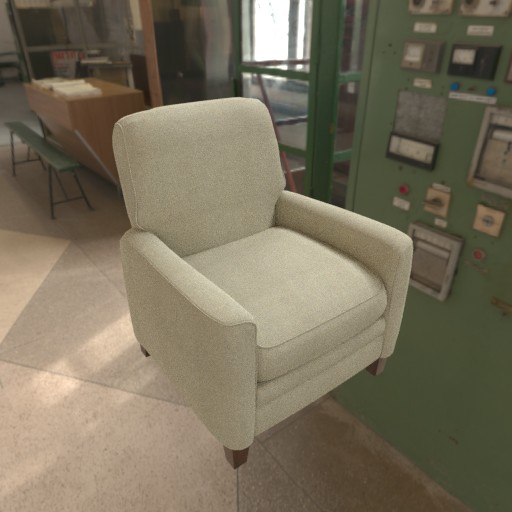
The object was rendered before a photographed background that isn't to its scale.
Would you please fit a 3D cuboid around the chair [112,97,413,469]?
[{"bbox_3d":[0.000,0.000,1.653,0.850,1.006,0.853,-20,35,-32],"label":"chair"}]
